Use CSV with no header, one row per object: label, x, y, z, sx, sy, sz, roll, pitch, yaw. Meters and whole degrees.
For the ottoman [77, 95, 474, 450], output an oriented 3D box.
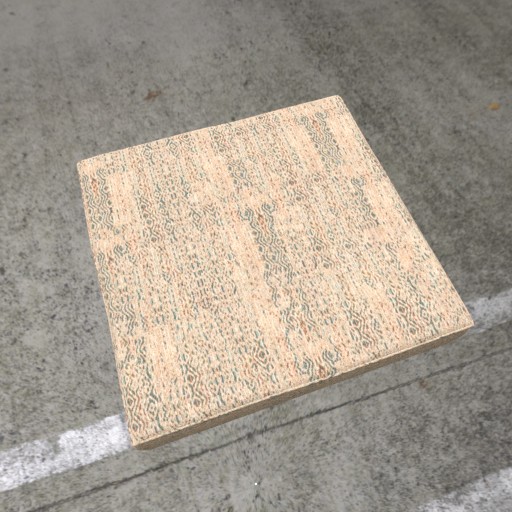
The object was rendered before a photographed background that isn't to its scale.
ottoman,0.000,0.000,1.520,1.004,0.356,0.968,-17,64,-8
